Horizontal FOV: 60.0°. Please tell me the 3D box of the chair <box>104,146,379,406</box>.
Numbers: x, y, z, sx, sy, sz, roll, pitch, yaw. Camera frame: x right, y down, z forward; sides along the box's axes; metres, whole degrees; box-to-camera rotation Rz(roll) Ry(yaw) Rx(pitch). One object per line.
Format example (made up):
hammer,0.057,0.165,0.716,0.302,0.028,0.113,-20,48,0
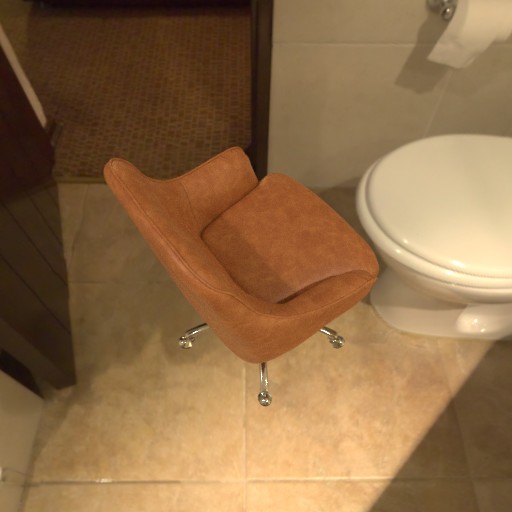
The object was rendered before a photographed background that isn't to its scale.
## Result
chair,0.000,0.000,1.341,0.615,0.909,0.628,-33,63,-19
